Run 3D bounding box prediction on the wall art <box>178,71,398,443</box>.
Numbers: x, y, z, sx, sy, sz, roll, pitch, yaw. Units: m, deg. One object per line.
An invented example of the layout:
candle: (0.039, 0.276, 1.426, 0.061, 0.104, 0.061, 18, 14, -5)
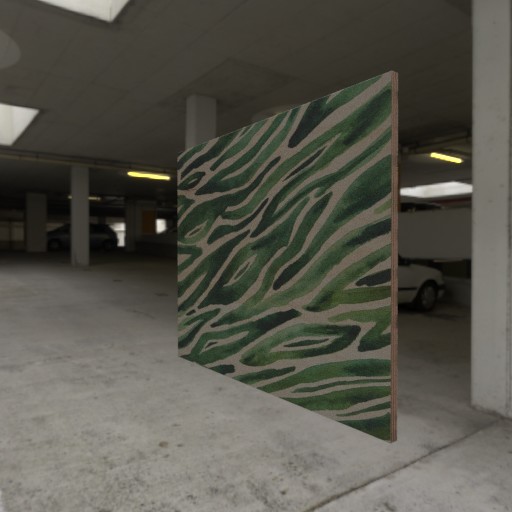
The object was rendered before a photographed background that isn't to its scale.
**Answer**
wall art: (0.000, 0.000, 0.691, 0.012, 0.408, 0.508, 0, 1, -37)
